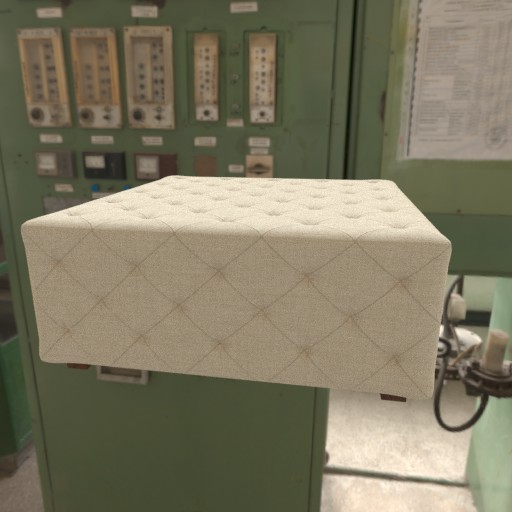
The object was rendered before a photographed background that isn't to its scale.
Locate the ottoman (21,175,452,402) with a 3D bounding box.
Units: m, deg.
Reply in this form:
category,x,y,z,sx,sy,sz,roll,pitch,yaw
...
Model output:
category,x,y,z,sx,sy,sz,roll,pitch,yaw
ottoman,0.000,0.000,1.546,1.028,0.439,1.028,3,17,10
